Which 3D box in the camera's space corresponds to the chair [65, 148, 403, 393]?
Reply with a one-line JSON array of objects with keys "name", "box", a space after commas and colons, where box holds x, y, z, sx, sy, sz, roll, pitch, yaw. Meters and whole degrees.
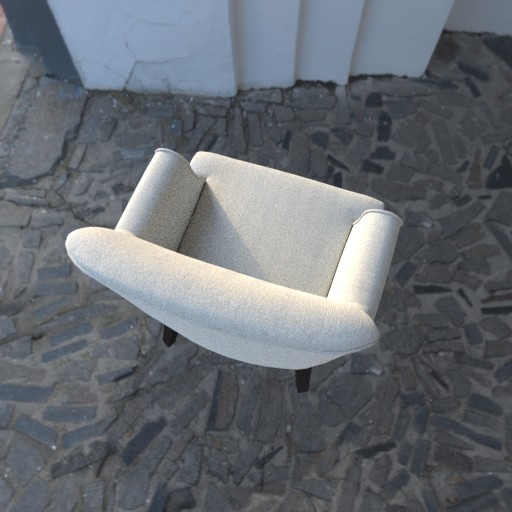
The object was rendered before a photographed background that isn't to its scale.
[{"name": "chair", "box": [0.000, 0.000, 1.410, 0.781, 0.875, 0.750, 17, 65, 8]}]
